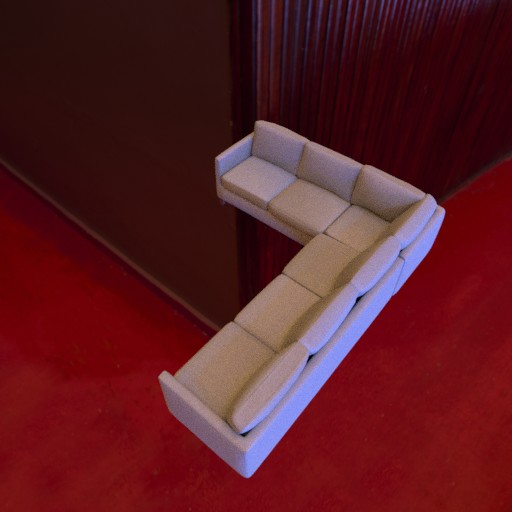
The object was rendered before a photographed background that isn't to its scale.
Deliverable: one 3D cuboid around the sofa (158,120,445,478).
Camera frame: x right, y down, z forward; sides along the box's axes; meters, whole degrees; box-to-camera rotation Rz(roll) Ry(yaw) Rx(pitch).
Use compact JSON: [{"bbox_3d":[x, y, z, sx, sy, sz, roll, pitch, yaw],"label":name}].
[{"bbox_3d":[0.000,0.000,4.587,2.592,0.947,3.301,32,55,26],"label":"sofa"}]
